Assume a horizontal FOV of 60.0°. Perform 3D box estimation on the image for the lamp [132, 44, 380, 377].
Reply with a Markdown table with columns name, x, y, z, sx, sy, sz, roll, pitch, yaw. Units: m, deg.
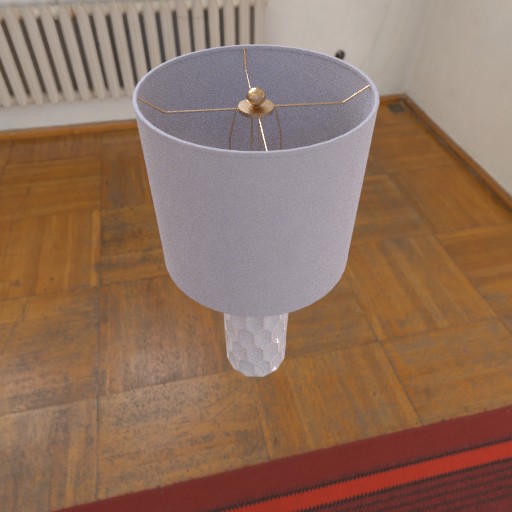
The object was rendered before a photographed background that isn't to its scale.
| name | x | y | z | sx | sy | sz | roll | pitch | yaw |
| --- | --- | --- | --- | --- | --- | --- | --- | --- | --- |
| lamp | 0.000 | 0.000 | 0.693 | 0.277 | 0.537 | 0.277 | 24 | 49 | 22 |
